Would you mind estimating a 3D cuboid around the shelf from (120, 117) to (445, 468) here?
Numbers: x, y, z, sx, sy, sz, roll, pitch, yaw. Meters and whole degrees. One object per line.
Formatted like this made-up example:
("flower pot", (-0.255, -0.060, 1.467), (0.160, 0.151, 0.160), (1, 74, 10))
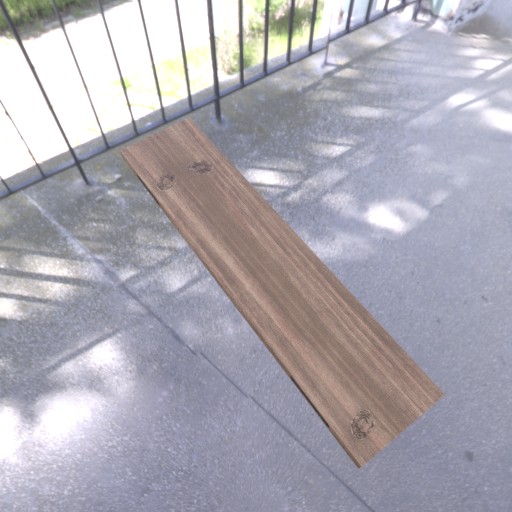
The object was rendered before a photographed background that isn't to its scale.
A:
("shelf", (0.000, 0.000, 0.665), (0.140, 0.020, 0.610), (-32, 64, -18))
